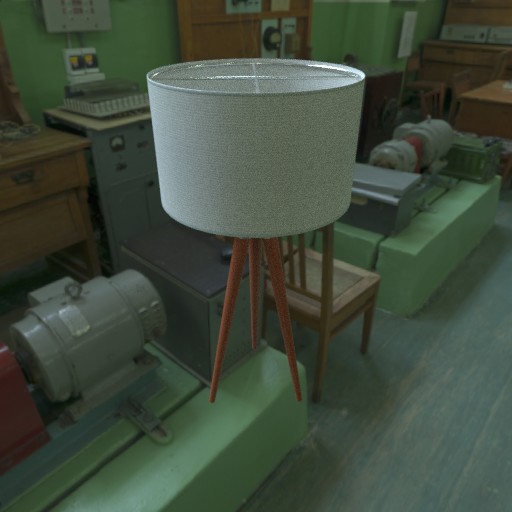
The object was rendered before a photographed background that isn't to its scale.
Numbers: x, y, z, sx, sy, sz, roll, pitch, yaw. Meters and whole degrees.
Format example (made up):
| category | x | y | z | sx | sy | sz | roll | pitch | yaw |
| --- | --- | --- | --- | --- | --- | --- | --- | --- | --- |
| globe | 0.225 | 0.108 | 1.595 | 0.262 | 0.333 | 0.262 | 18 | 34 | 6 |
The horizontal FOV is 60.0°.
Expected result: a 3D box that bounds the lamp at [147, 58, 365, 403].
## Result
| category | x | y | z | sx | sy | sz | roll | pitch | yaw |
| --- | --- | --- | --- | --- | --- | --- | --- | --- | --- |
| lamp | 0.000 | 0.000 | 0.915 | 0.354 | 0.709 | 0.355 | 22 | 37 | 33 |
